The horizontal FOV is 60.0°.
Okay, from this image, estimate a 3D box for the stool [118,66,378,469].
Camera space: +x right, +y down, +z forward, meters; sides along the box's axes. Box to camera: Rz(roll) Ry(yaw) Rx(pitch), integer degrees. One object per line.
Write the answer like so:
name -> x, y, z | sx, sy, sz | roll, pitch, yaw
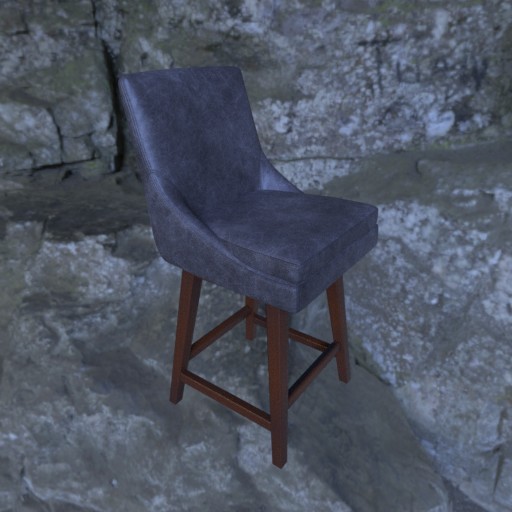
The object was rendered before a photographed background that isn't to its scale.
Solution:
stool -> 0.000, 0.000, 1.360 | 0.587, 1.046, 0.492 | 18, 31, 32
